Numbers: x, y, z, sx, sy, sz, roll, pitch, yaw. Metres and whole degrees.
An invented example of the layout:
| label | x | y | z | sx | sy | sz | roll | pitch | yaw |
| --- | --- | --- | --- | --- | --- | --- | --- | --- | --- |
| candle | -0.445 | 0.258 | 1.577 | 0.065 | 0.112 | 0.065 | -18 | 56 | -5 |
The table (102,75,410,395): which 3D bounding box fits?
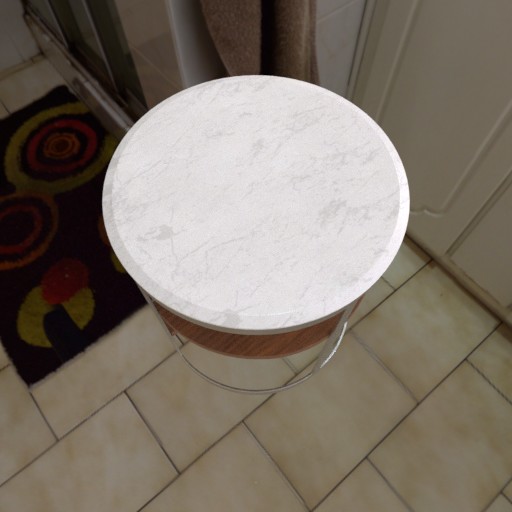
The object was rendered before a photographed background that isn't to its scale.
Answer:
| label | x | y | z | sx | sy | sz | roll | pitch | yaw |
| --- | --- | --- | --- | --- | --- | --- | --- | --- | --- |
| table | 0.000 | 0.000 | 0.787 | 0.407 | 0.447 | 0.407 | 0 | 63 | 0 |
